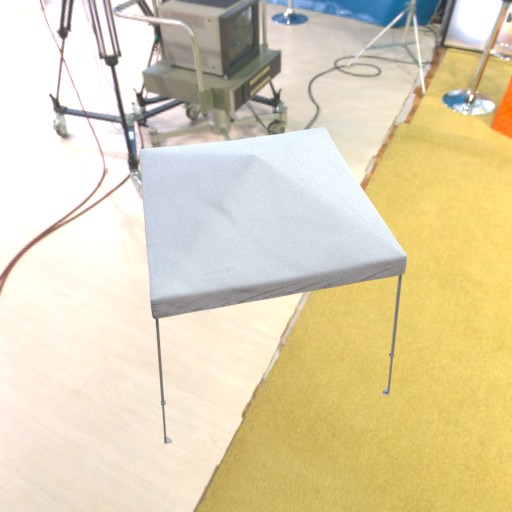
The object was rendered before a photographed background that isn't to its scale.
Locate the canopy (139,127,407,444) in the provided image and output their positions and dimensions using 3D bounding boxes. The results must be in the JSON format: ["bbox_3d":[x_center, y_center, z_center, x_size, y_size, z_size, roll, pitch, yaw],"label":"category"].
[{"bbox_3d":[0.000,0.000,5.360,2.849,2.850,2.850,-9,47,-9],"label":"canopy"}]
